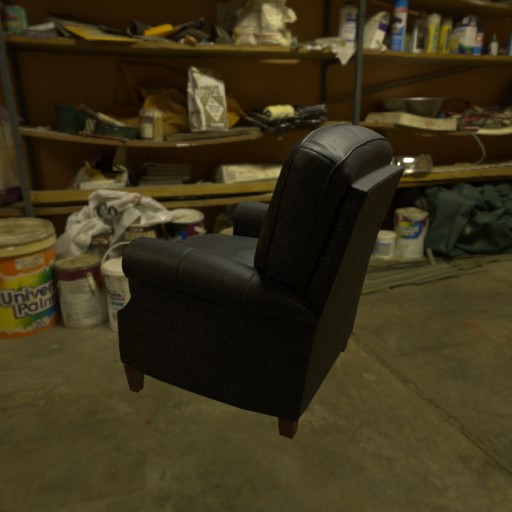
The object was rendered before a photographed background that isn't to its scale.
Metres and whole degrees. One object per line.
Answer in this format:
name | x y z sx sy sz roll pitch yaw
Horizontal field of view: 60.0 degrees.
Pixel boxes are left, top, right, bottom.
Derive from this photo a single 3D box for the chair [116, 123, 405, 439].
chair | 0.000 0.000 1.772 0.986 1.018 0.936 8 19 25
